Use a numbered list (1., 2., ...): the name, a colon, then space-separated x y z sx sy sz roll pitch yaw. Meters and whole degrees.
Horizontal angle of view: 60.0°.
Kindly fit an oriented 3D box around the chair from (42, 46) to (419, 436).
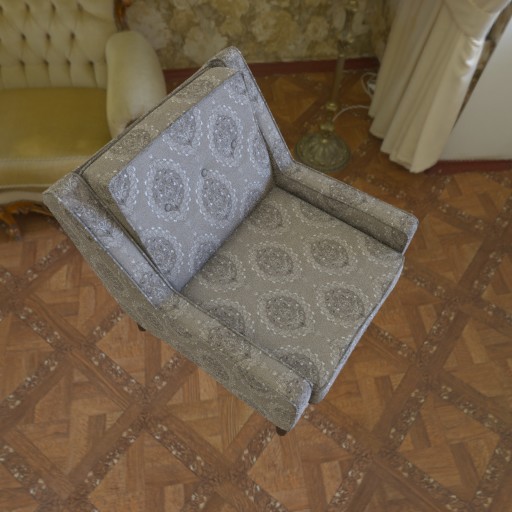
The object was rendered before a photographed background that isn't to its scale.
1. chair: 0.000 0.000 1.305 0.750 0.797 0.665 32 63 18
